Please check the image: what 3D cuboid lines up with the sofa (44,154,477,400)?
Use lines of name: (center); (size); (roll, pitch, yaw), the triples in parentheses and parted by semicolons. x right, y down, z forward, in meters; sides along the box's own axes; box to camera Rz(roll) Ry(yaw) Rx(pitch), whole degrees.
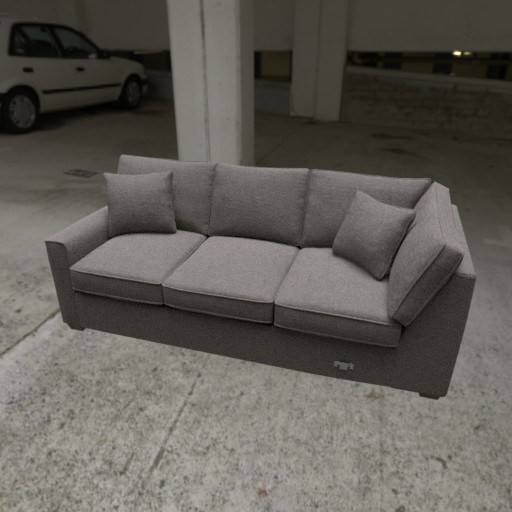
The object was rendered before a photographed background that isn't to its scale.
sofa: (0.000, 0.000, 2.753); (2.317, 0.962, 1.061); (8, 27, 15)
